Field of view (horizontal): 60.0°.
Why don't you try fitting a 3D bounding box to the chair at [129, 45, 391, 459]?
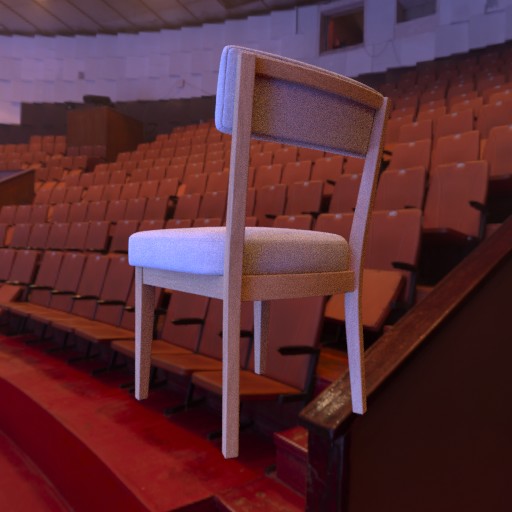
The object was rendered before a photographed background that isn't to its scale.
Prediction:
[{"bbox_3d":[0.000,0.000,1.183,0.508,0.832,0.572,-1,1,-37],"label":"chair"}]
